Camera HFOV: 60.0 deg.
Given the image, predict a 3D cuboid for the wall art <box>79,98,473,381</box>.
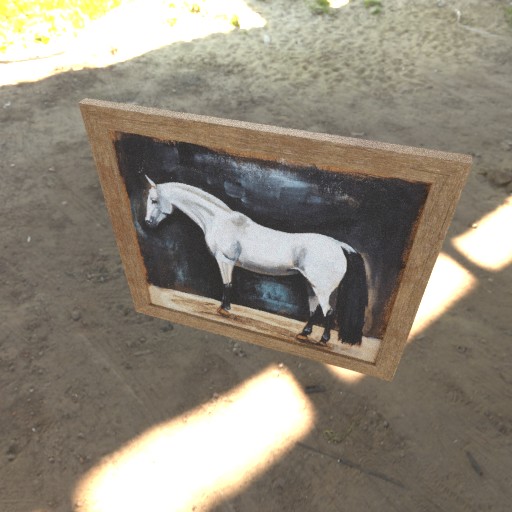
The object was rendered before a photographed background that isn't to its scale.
[{"bbox_3d":[0.000,0.000,0.948,0.690,0.588,0.026,13,43,14],"label":"wall art"}]
